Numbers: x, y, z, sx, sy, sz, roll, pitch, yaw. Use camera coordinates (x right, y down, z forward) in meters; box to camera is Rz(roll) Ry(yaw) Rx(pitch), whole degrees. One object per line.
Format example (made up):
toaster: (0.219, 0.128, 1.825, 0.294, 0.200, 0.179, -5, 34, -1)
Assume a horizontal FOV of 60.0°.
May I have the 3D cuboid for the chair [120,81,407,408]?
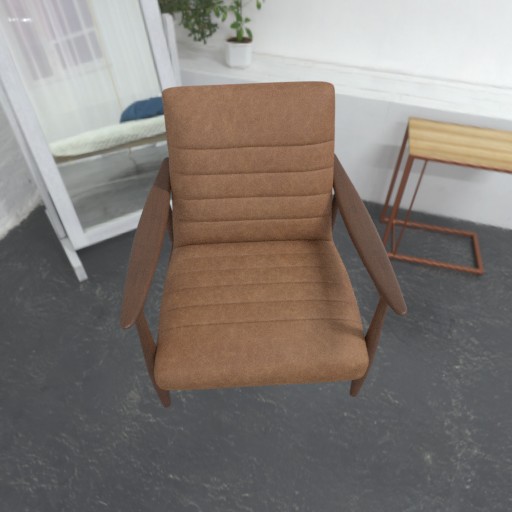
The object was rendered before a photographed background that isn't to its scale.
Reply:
chair: (0.000, 0.000, 1.460, 0.741, 0.832, 0.798, -2, 46, -2)
